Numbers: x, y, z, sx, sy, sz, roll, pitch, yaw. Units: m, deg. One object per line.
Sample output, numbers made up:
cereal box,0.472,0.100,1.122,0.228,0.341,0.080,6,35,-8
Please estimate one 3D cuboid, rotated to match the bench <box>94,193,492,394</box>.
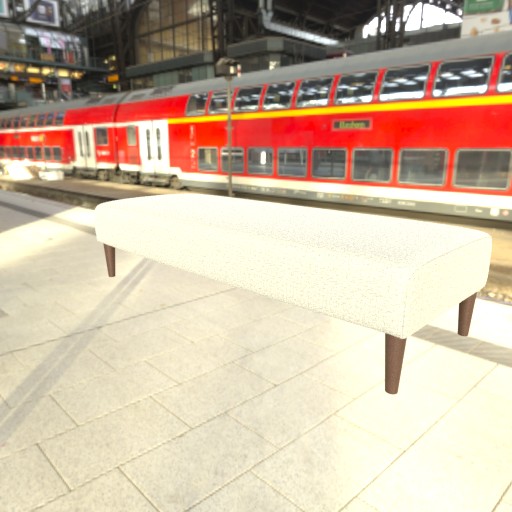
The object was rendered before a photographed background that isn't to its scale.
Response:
bench,0.000,0.000,1.814,1.598,0.383,0.631,14,20,43
